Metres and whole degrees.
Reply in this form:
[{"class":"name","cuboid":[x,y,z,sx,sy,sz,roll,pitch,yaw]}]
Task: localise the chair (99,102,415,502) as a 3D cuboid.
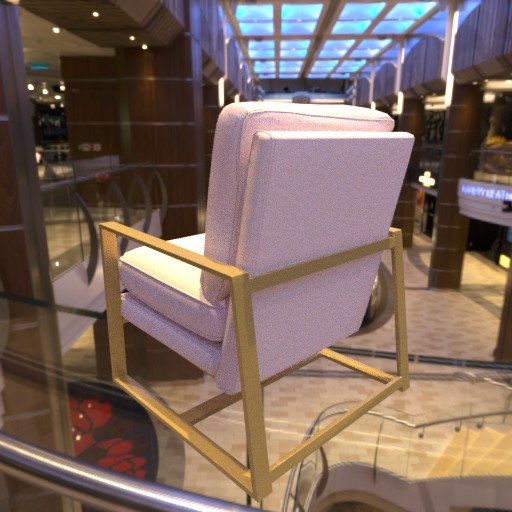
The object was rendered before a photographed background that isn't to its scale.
[{"class":"chair","cuboid":[0.000,0.000,1.498,0.758,0.956,0.813,-14,20,-42]}]
